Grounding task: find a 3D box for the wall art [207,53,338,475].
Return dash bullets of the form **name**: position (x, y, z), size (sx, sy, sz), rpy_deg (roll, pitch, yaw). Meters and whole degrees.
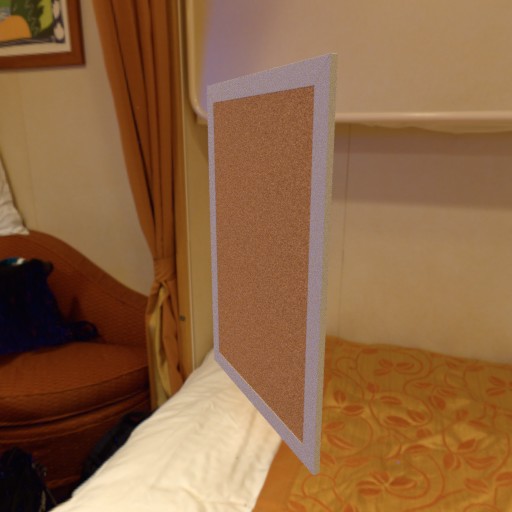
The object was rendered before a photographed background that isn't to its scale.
- **wall art**: position (0.000, 0.000, 0.861), size (0.011, 0.659, 0.454), rpy_deg (-8, 17, -26)
